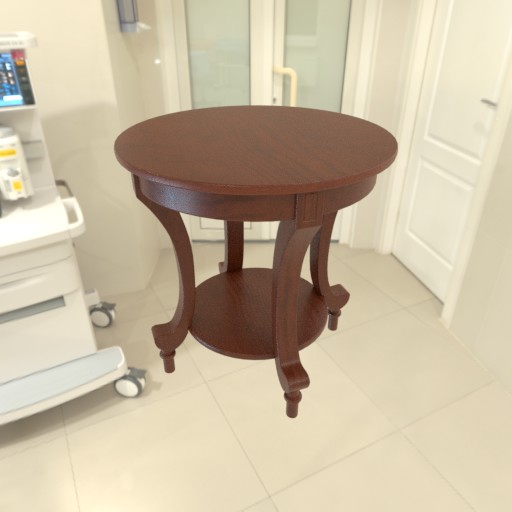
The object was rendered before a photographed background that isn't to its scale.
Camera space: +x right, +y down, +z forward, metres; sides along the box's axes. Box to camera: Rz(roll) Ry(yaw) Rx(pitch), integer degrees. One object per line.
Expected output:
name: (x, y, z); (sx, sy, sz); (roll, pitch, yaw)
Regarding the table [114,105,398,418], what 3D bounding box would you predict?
table: (0.000, 0.000, 1.118); (0.597, 0.612, 0.597); (0, 31, 0)
